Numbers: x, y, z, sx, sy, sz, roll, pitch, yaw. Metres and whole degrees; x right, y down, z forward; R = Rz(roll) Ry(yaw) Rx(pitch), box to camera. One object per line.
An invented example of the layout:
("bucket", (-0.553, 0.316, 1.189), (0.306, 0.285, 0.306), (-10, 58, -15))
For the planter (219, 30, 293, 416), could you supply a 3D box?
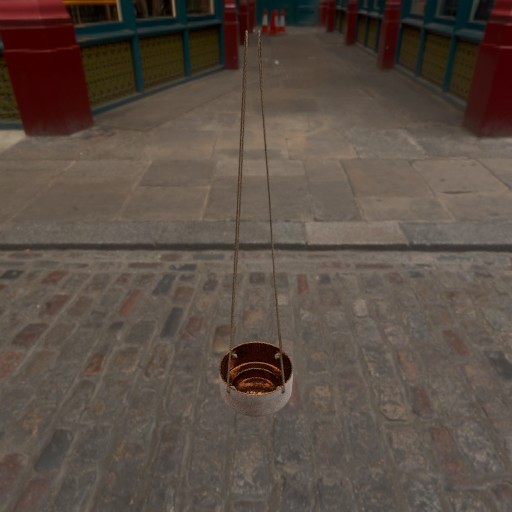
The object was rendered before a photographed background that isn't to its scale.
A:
("planter", (0.000, 0.000, 1.133), (0.223, 1.030, 0.223), (0, 31, 0))
